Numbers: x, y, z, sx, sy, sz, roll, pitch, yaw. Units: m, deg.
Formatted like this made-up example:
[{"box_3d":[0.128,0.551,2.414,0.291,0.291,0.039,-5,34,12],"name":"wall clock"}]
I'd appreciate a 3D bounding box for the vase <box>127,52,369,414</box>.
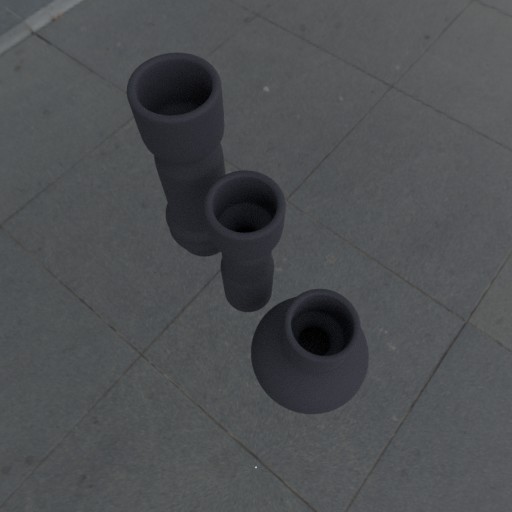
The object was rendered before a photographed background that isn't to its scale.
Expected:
[{"box_3d":[0.000,0.000,0.423,0.120,0.249,0.307,-33,69,-15],"name":"vase"}]
